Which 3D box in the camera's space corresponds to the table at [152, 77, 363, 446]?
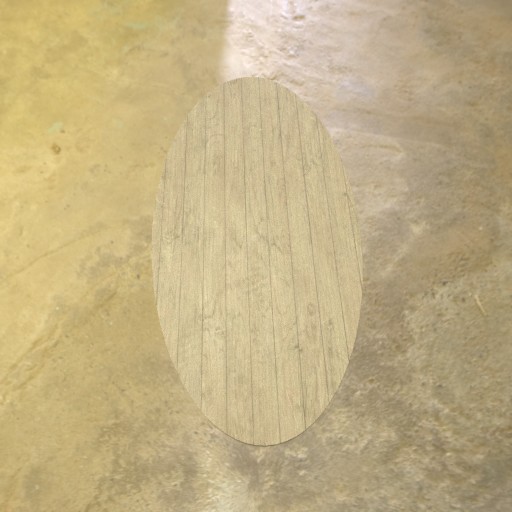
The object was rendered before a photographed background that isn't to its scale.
[{"bbox_3d":[0.000,0.000,1.338,0.542,0.390,1.083,-2,63,-1],"label":"table"}]
